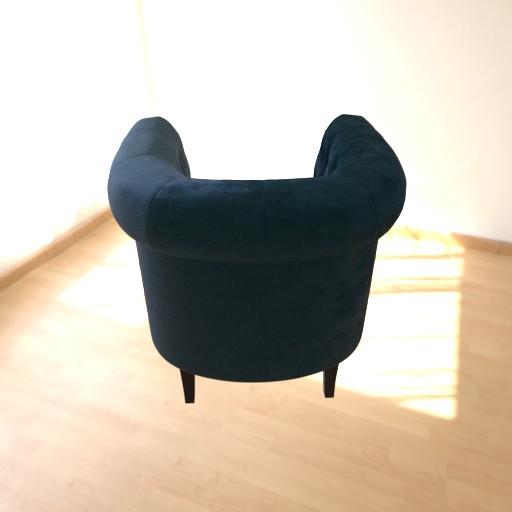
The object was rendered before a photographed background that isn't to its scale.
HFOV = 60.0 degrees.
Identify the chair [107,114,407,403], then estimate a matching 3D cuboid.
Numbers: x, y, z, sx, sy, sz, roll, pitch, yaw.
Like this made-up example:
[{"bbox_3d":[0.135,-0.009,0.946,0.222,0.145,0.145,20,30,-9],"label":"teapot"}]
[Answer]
[{"bbox_3d":[0.000,0.000,1.547,0.904,0.826,0.851,-1,32,-2],"label":"chair"}]
